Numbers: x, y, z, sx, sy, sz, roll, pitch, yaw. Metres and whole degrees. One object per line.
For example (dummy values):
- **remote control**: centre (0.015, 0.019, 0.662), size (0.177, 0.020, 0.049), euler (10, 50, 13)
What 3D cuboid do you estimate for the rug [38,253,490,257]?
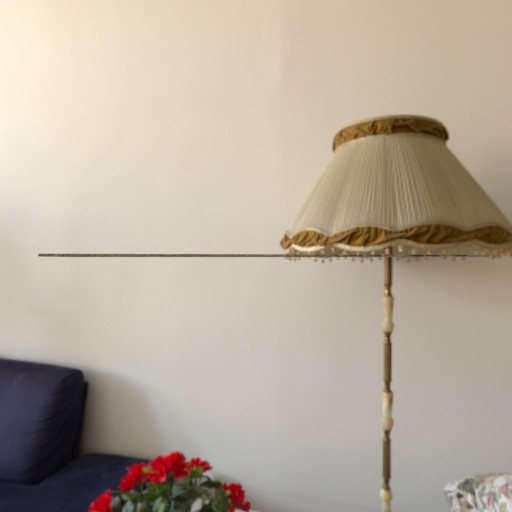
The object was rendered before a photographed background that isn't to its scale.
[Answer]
- **rug**: centre (0.000, 0.000, 4.698), size (3.824, 0.019, 2.393), euler (0, 0, -17)
